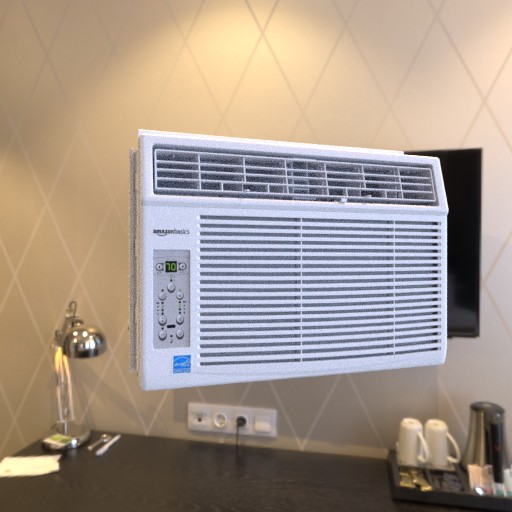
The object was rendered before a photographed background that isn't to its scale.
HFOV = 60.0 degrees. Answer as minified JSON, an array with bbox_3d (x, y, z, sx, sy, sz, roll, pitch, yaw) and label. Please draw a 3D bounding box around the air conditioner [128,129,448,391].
[{"bbox_3d":[0.000,0.000,0.899,0.503,0.388,0.546,0,0,-18],"label":"air conditioner"}]
